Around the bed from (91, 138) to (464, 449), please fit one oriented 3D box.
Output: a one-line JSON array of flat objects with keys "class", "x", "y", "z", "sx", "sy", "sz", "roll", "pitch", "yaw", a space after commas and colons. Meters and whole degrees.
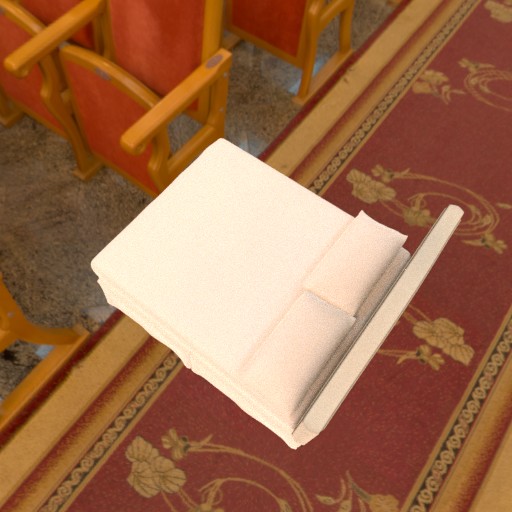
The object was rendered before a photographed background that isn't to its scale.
[{"class": "bed", "x": 0.000, "y": 0.000, "z": 3.428, "sx": 2.180, "sy": 1.607, "sz": 1.813, "roll": 34, "pitch": 68, "yaw": 16}]
